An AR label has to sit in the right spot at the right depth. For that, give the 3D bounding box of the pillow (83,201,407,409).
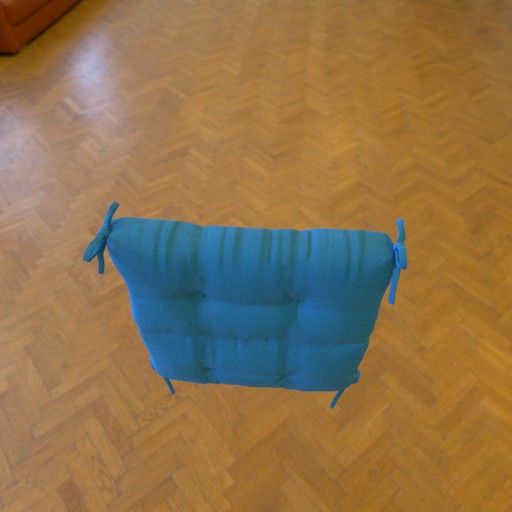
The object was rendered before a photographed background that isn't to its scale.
[{"bbox_3d":[0.000,0.000,1.031,0.519,0.605,0.571,3,46,3],"label":"pillow"}]
